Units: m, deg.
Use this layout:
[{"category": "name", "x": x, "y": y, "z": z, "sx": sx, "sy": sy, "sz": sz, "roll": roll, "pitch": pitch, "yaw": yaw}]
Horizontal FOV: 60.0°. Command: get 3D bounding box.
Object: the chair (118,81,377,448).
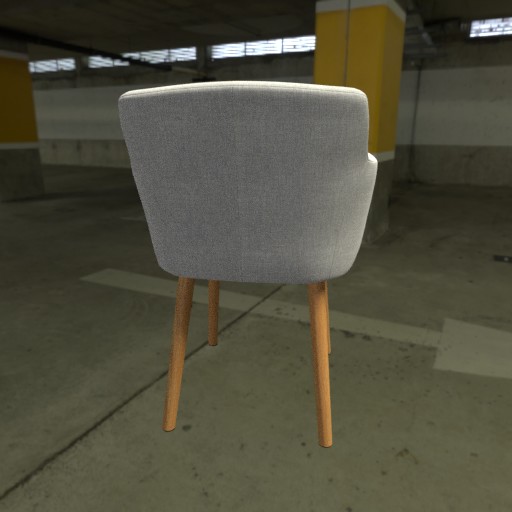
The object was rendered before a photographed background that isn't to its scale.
[{"category": "chair", "x": 0.000, "y": 0.000, "z": 1.119, "sx": 0.570, "sy": 0.780, "sz": 0.540, "roll": 2, "pitch": 16, "yaw": 8}]
